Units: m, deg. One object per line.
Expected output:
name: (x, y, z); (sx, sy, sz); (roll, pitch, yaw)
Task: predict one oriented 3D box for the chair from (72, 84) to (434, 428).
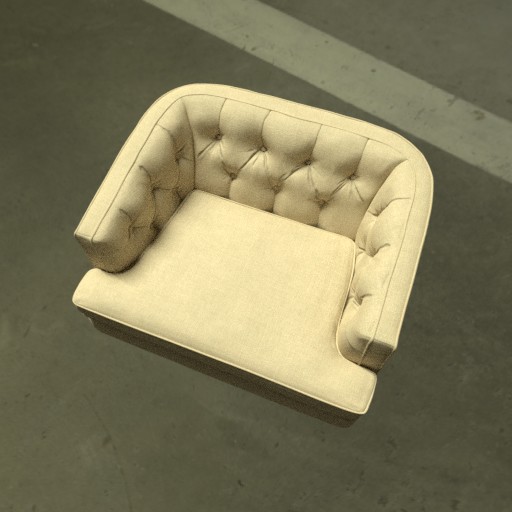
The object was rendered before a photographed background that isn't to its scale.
chair: (0.000, 0.000, 1.738); (1.118, 0.787, 0.914); (19, 62, 10)
